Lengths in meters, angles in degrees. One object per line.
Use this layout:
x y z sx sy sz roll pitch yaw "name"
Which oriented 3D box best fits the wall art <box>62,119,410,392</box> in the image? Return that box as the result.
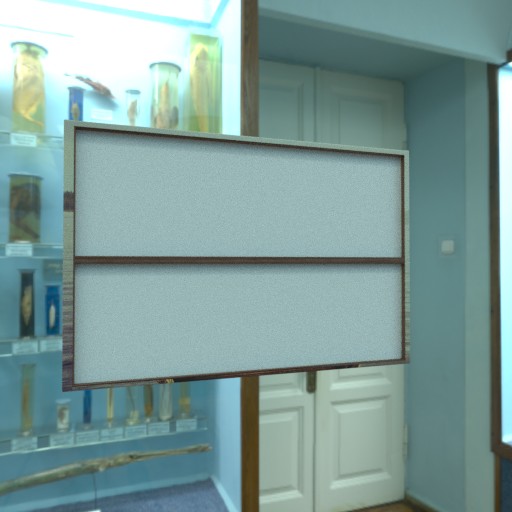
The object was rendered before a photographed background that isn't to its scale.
0.000 0.000 1.436 1.149 0.765 0.040 0 -1 -18 "wall art"
